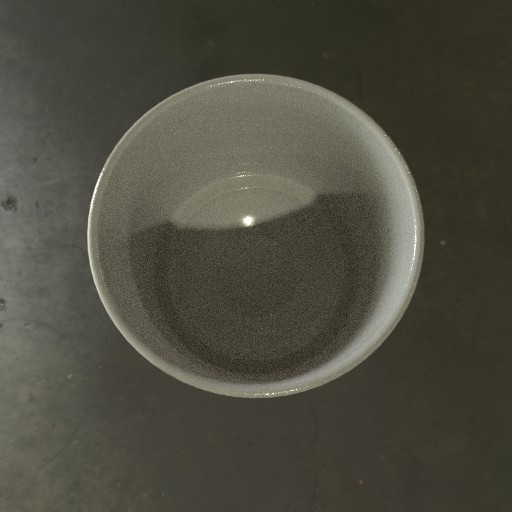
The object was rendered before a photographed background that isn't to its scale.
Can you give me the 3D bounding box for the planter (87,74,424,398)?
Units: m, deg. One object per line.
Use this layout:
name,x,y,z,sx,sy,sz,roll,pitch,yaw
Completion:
planter,0.000,0.000,0.339,0.193,0.177,0.193,0,77,0
